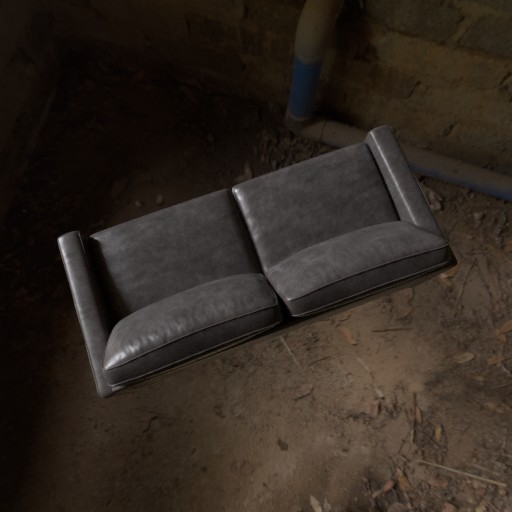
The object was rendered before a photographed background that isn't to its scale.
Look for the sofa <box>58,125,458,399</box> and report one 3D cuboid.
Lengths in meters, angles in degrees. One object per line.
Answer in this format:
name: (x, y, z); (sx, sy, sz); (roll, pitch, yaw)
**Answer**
sofa: (0.000, 0.000, 2.578); (2.081, 0.916, 0.939); (-20, 77, -5)
